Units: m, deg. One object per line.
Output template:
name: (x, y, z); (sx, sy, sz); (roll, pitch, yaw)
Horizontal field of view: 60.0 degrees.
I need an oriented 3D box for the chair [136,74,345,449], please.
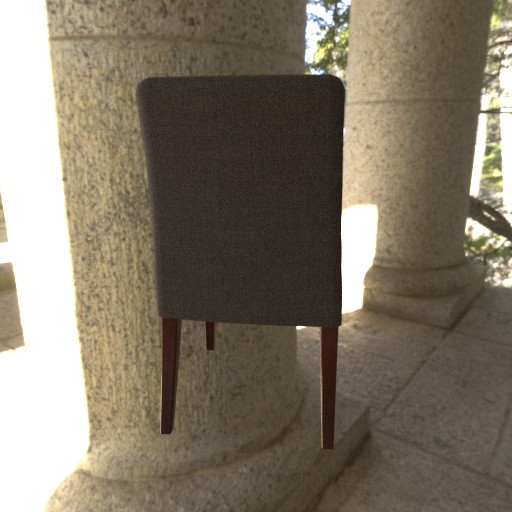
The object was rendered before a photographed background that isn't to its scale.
chair: (0.000, 0.000, 1.347); (0.508, 0.952, 0.655); (2, 15, 8)
